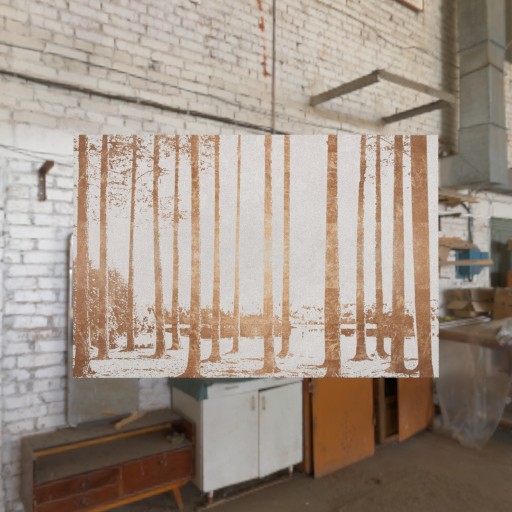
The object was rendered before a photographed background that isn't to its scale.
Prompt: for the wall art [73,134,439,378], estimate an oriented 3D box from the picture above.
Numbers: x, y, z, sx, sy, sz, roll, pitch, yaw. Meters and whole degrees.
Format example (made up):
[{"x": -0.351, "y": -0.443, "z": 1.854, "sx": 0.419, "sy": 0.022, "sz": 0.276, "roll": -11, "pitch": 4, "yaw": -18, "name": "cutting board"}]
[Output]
[{"x": 0.000, "y": 0.000, "z": 1.127, "sx": 0.914, "sy": 0.609, "sz": 0.035, "roll": 0, "pitch": 0, "yaw": 0, "name": "wall art"}]
